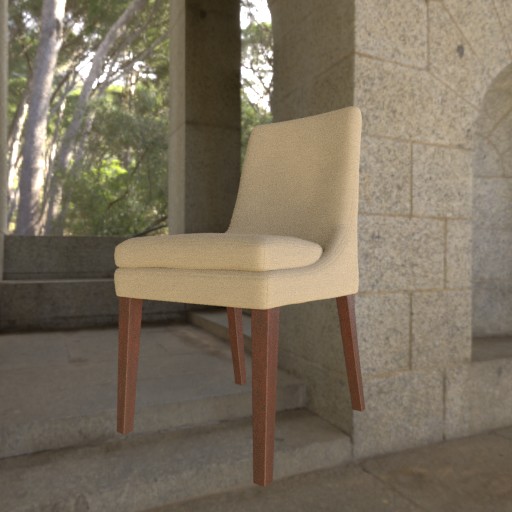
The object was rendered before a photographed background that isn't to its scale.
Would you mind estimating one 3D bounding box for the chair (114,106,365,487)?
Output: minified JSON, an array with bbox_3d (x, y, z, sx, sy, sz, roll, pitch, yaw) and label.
[{"bbox_3d":[0.000,0.000,1.288,0.515,0.940,0.638,0,1,36],"label":"chair"}]
